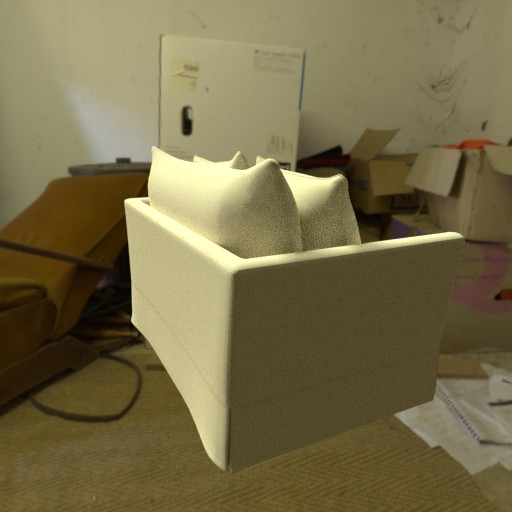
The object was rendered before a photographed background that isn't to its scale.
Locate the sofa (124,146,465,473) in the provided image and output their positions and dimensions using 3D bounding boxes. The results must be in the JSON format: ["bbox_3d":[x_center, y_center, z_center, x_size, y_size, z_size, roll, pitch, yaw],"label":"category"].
[{"bbox_3d":[0.000,0.000,2.206,1.026,1.039,1.608,-8,17,-26],"label":"sofa"}]
